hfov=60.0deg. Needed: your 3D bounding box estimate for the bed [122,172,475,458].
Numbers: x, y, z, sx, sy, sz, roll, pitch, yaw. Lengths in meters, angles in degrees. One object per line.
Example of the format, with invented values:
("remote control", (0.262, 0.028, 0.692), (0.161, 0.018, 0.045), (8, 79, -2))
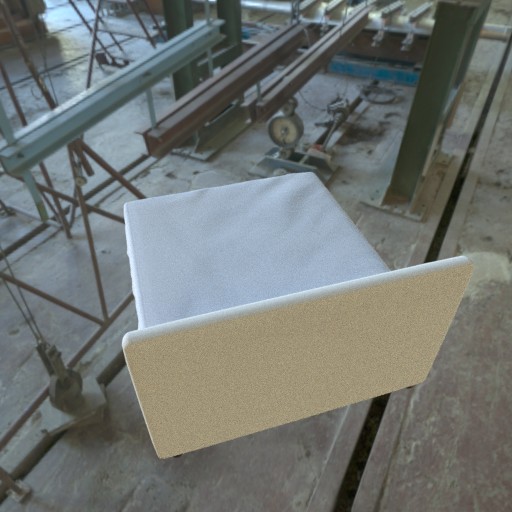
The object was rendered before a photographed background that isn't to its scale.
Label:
("bed", (0.000, 0.000, 3.618), (2.119, 1.317, 2.341), (-12, 43, -13))
